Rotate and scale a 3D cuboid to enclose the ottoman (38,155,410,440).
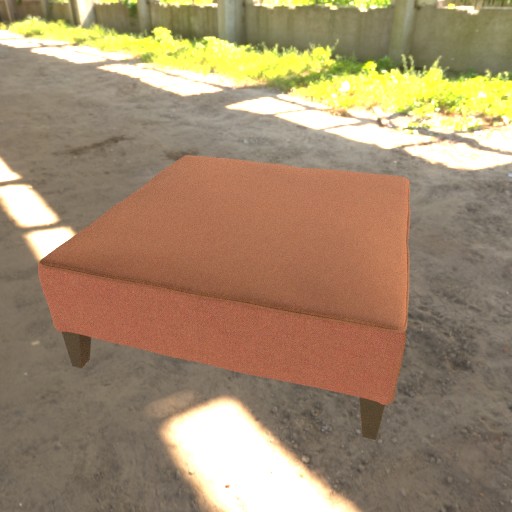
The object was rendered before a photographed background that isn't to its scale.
[{"bbox_3d":[0.000,0.000,1.571,0.999,0.438,0.997,9,32,14],"label":"ottoman"}]
